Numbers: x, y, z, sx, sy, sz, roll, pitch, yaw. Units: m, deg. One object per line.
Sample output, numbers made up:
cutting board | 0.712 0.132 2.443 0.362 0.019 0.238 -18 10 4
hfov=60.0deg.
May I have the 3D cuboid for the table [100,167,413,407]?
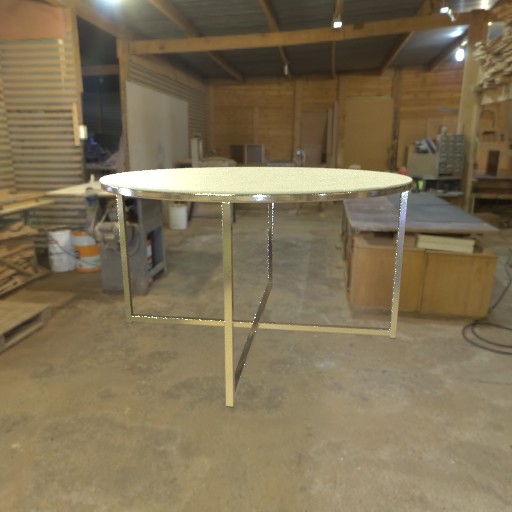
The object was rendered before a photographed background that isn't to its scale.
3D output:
table | 0.000 0.000 1.253 0.800 0.450 0.800 0 15 0
